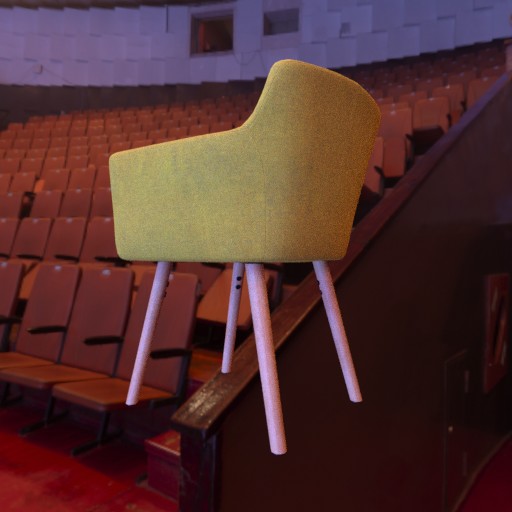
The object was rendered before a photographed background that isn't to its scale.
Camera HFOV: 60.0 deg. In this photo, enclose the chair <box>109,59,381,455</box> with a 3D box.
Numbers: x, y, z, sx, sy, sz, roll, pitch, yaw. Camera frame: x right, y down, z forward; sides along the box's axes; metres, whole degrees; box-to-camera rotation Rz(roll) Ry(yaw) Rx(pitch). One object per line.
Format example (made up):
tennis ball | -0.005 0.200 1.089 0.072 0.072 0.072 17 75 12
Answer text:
chair | 0.000 0.000 1.151 0.570 0.780 0.570 1 1 37
